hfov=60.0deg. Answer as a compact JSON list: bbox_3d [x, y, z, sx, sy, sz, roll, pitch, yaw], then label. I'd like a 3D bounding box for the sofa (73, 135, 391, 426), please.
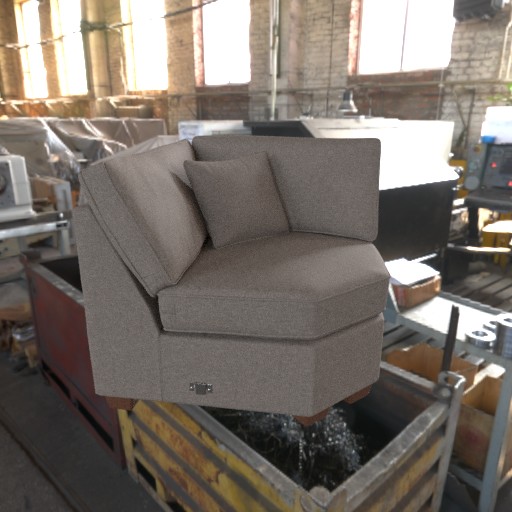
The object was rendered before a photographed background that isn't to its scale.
[{"bbox_3d":[0.000,0.000,1.862,1.042,0.951,1.050,3,18,9],"label":"sofa"}]
